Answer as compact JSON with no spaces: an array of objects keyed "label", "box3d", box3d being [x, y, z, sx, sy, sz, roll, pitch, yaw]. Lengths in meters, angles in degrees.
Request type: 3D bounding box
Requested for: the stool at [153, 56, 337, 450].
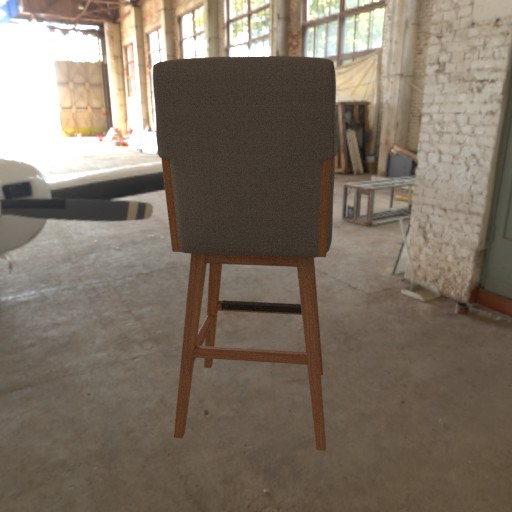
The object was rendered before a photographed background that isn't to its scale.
[{"label":"stool","box3d":[0.000,0.000,1.415,0.483,1.112,0.570,2,18,7]}]
